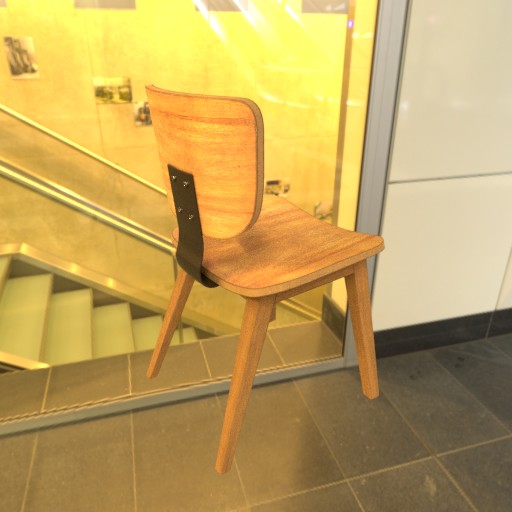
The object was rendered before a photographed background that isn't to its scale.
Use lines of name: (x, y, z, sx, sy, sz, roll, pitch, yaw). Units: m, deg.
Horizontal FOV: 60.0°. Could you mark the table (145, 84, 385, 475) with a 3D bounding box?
table: (0.000, 0.000, 1.122, 0.500, 0.805, 0.499, -17, 30, -32)
